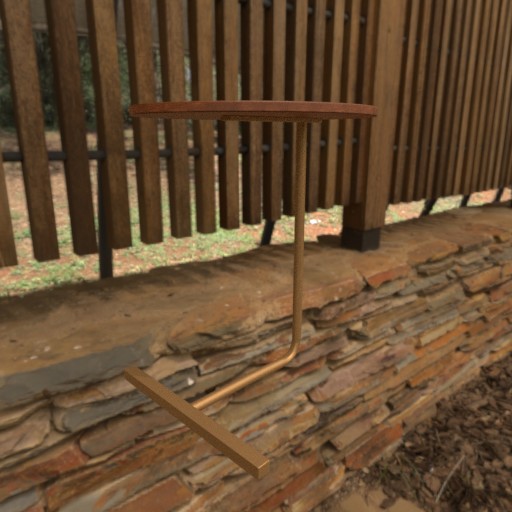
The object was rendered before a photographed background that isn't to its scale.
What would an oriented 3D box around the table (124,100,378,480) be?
[{"bbox_3d":[0.000,0.000,1.119,0.577,0.706,0.530,-15,21,-43],"label":"table"}]
